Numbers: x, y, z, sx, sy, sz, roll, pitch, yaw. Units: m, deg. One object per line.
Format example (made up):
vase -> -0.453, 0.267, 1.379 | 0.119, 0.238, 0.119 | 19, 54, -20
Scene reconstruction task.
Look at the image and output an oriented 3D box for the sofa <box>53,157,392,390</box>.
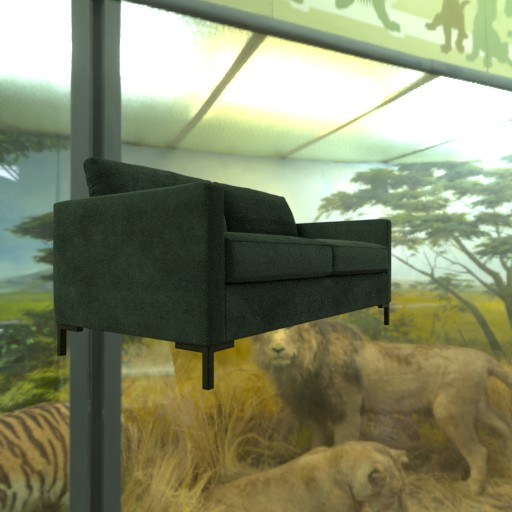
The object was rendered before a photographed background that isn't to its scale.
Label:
sofa -> 0.000, 0.000, 2.218 | 0.875, 0.817, 1.676 | 0, 0, 36
